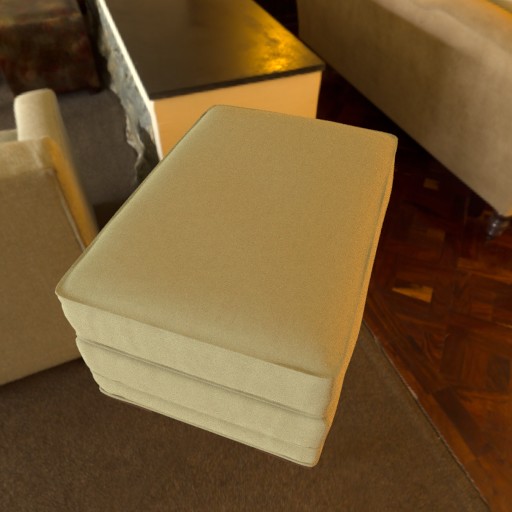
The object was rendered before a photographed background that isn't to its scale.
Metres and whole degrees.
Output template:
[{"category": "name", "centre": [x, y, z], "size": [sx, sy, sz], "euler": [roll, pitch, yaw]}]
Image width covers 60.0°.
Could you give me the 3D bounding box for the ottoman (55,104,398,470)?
[{"category": "ottoman", "centre": [0.000, 0.000, 1.210], "size": [0.611, 0.482, 0.848], "euler": [14, 48, 13]}]
